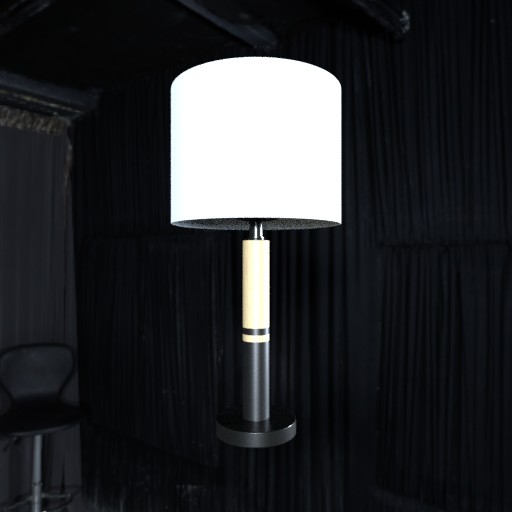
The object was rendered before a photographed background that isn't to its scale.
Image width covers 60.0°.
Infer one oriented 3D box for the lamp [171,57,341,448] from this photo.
[{"bbox_3d":[0.000,0.000,0.810,0.305,0.640,0.305,0,0,36],"label":"lamp"}]
